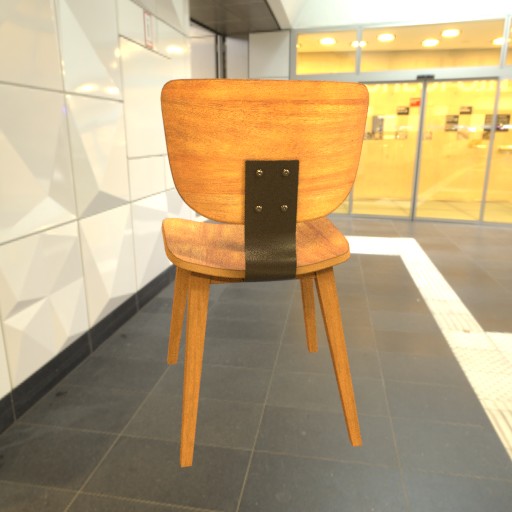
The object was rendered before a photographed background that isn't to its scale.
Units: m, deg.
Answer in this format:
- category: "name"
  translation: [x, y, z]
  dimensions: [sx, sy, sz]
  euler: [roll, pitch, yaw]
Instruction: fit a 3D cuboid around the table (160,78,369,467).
- category: "table"
  translation: [0.000, 0.000, 1.137]
  dimensions: [0.499, 0.805, 0.500]
  euler: [-3, 15, -9]
